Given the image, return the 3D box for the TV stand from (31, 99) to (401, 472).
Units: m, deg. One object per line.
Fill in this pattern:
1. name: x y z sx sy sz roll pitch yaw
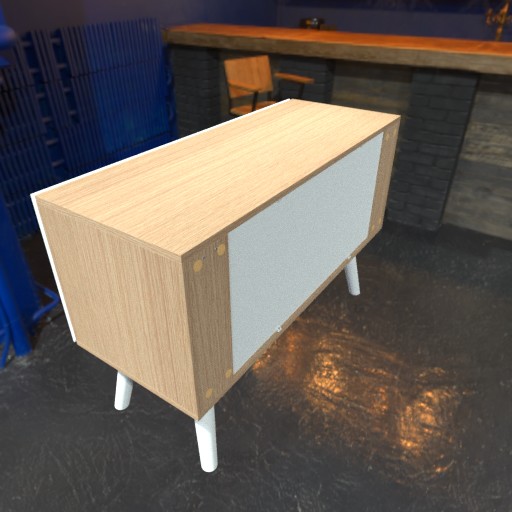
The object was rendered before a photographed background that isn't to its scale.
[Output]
1. TV stand: 0.000 0.000 1.302 0.407 0.660 0.991 20 37 29
